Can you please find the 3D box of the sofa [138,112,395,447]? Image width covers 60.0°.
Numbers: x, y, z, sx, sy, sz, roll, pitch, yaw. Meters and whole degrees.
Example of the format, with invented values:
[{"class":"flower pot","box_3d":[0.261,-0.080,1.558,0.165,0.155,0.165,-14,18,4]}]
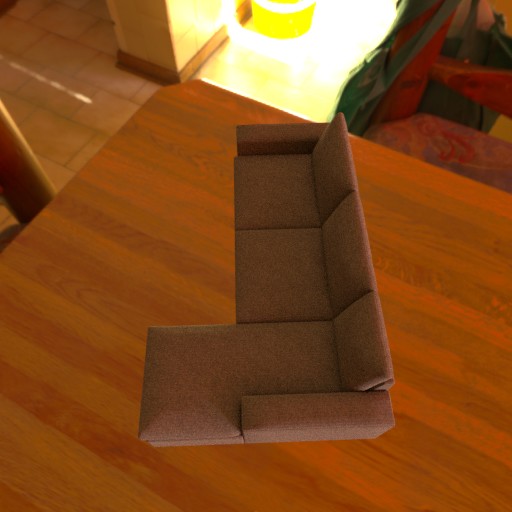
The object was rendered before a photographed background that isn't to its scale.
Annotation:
[{"class":"sofa","box_3d":[0.000,0.000,3.600,1.689,0.940,2.718,-2,60,-1]}]
